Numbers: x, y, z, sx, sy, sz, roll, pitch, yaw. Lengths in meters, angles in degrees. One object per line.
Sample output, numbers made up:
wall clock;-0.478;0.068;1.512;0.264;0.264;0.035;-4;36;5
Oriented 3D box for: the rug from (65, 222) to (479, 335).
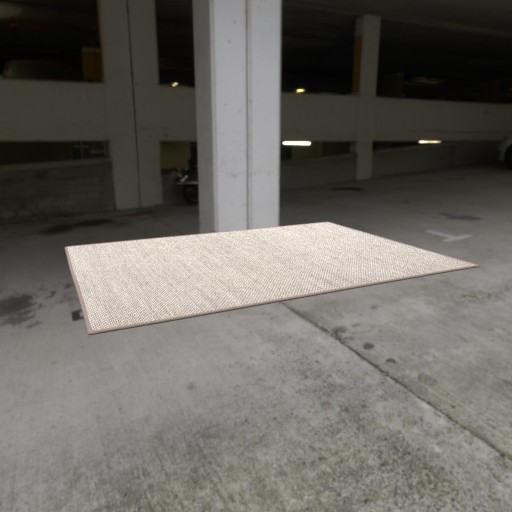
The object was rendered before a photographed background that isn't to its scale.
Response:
rug;0.000;0.000;2.741;2.115;0.013;1.517;-7;16;-25
